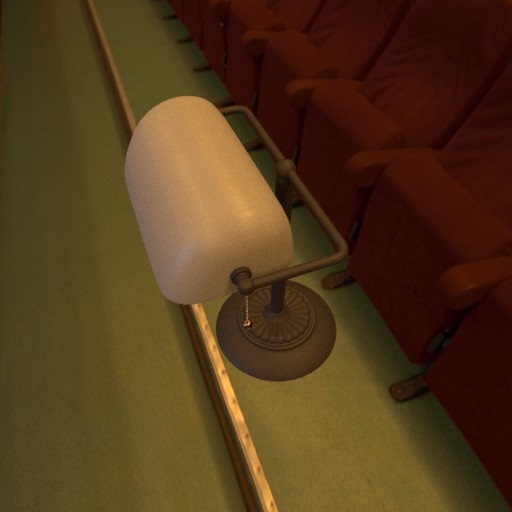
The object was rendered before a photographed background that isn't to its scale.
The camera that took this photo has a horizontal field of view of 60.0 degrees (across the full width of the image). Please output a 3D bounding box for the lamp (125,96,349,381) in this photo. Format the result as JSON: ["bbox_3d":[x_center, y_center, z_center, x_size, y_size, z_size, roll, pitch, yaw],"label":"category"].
[{"bbox_3d":[0.000,0.000,0.527,0.243,0.339,0.264,-16,50,-14],"label":"lamp"}]
